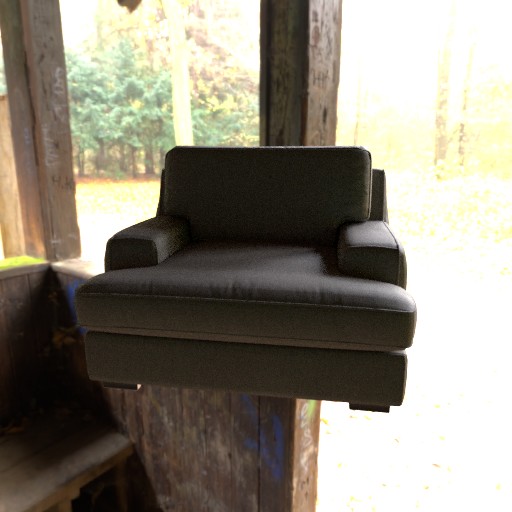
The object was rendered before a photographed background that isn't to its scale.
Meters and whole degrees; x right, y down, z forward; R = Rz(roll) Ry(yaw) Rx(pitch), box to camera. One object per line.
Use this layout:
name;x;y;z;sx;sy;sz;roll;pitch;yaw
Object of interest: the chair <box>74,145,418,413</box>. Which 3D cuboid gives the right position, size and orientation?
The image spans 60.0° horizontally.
chair;0.000;0.000;2.005;1.270;0.974;1.043;2;14;9
